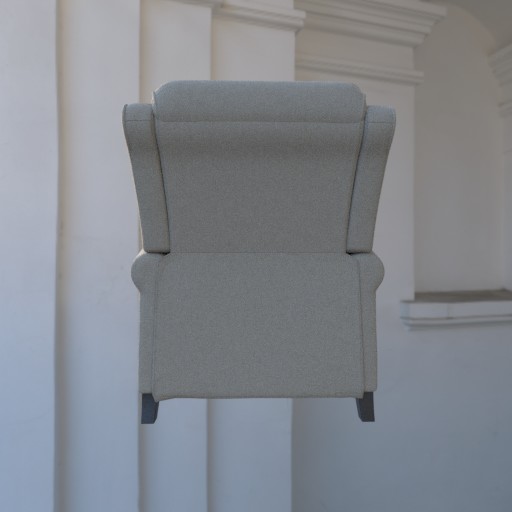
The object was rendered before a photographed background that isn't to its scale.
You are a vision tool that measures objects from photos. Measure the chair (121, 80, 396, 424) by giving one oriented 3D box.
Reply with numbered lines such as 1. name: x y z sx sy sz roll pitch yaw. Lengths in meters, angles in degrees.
1. chair: 0.000 0.000 1.713 0.859 1.046 0.919 0 -1 -1
